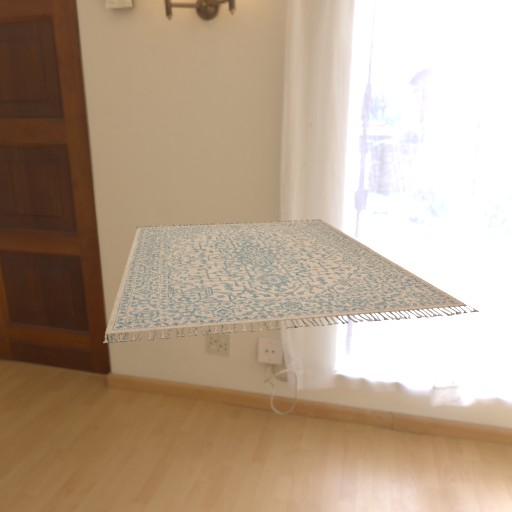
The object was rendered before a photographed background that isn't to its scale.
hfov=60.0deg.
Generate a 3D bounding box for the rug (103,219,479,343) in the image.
[{"bbox_3d":[0.000,0.000,4.328,2.464,0.010,3.327,-3,16,-10],"label":"rug"}]
